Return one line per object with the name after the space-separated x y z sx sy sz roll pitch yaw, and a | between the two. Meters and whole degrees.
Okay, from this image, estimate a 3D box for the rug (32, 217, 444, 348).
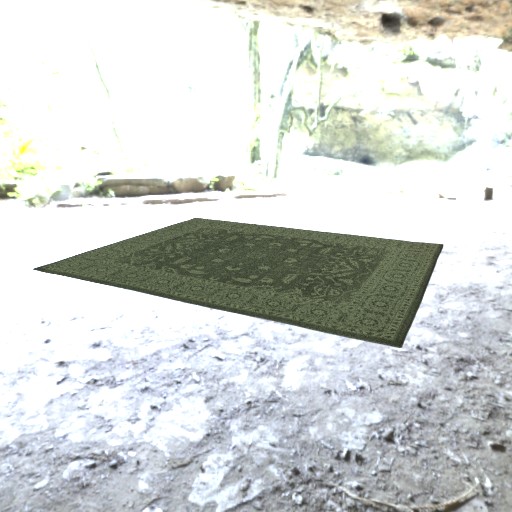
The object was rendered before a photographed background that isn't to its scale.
0.000 0.000 4.153 3.069 0.026 2.451 8 19 26 | rug
